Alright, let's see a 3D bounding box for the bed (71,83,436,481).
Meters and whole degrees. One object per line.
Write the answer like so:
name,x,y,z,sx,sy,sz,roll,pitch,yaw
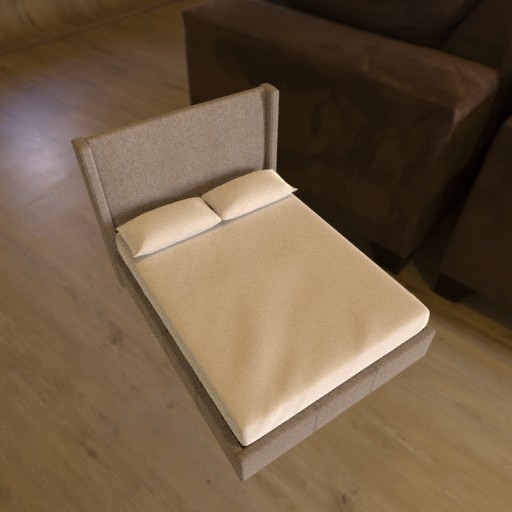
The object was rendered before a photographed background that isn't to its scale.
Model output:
bed,0.000,0.000,3.362,1.714,1.476,2.245,-25,50,-23
